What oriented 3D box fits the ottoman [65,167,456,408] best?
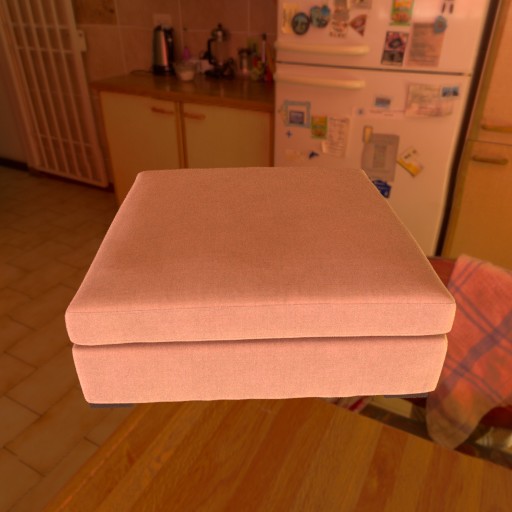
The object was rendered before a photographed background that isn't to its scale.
[{"bbox_3d":[0.000,0.000,1.842,1.203,0.517,1.171,-1,31,-2],"label":"ottoman"}]
